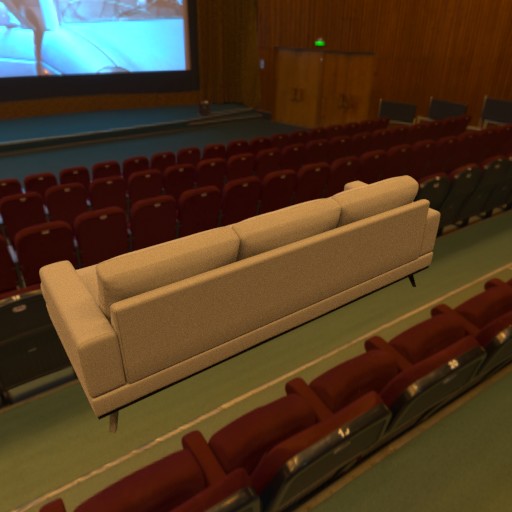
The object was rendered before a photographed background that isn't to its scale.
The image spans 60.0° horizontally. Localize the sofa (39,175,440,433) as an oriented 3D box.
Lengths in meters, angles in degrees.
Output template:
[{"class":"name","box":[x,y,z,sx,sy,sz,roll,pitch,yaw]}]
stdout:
[{"class":"sofa","box":[0.000,0.000,2.699,2.310,0.810,0.920,-19,34,-30]}]
